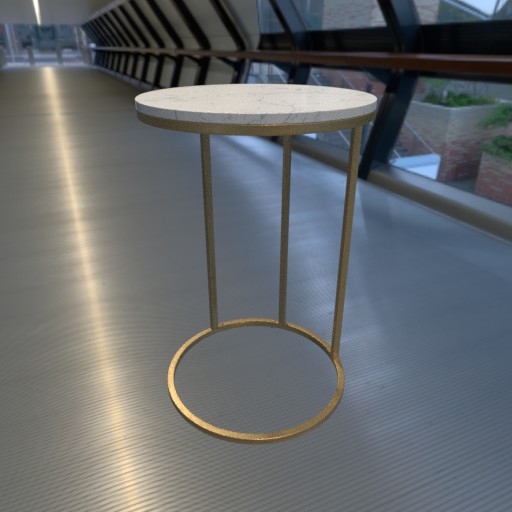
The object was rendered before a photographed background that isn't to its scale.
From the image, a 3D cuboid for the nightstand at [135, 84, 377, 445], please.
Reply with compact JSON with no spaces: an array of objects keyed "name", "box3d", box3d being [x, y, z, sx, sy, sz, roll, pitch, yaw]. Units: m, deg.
[{"name":"nightstand","box3d":[0.000,0.000,0.888,0.400,0.610,0.400,10,28,19]}]
